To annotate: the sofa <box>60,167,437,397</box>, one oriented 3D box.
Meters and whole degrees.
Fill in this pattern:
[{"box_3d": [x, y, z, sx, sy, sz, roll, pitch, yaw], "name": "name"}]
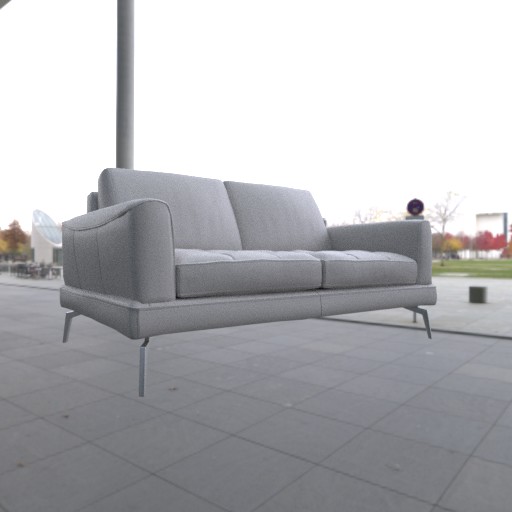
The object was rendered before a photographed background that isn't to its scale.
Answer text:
[{"box_3d": [0.000, 0.000, 2.428, 1.819, 0.930, 1.121, 0, 0, -36], "name": "sofa"}]
